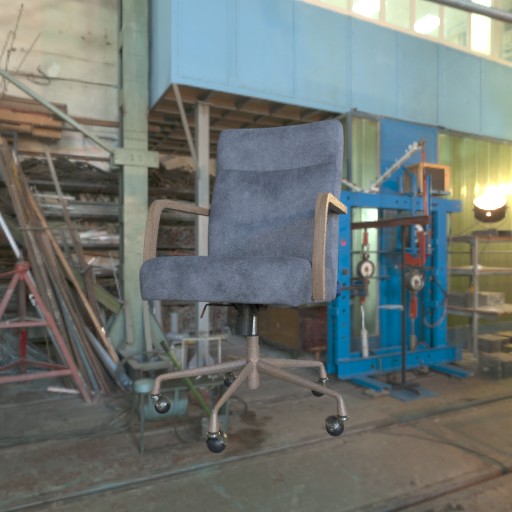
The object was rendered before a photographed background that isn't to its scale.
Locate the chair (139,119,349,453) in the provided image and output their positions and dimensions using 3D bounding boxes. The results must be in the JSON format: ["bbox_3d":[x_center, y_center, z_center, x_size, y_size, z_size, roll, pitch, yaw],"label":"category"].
[{"bbox_3d":[0.000,0.000,1.475,0.640,1.029,0.741,0,1,18],"label":"chair"}]
